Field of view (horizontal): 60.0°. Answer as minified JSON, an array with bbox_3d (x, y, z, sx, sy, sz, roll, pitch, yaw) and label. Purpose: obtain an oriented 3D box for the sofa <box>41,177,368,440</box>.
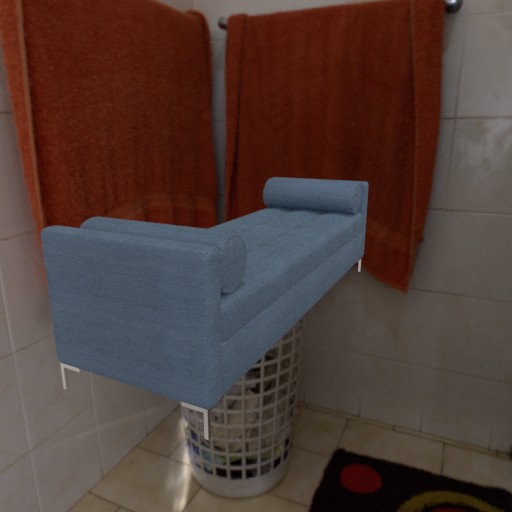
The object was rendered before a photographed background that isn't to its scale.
[{"bbox_3d":[0.000,0.000,2.308,0.686,0.635,1.981,8,18,26],"label":"sofa"}]
